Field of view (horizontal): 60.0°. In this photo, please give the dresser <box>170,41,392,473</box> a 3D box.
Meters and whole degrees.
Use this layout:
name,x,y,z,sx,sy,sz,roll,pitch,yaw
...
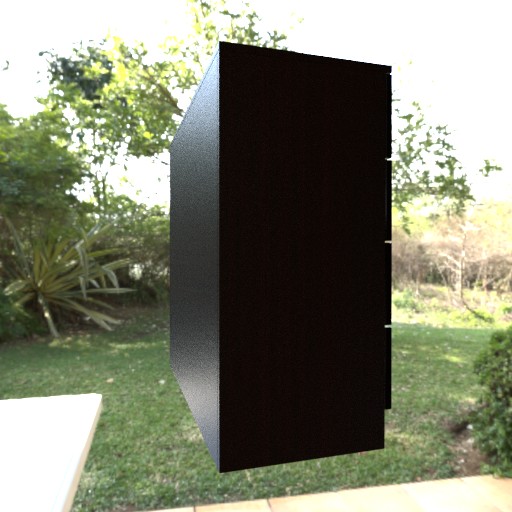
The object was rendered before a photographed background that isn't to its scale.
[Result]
name,x,y,z,sx,sy,sz,roll,pitch,yaw
dresser,0.000,0.000,1.147,0.360,0.720,0.750,0,0,-17
